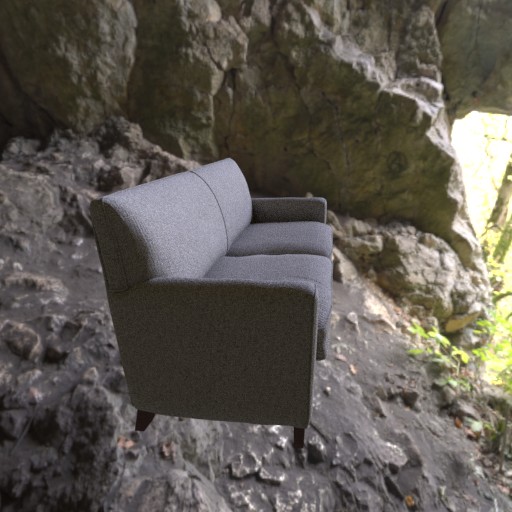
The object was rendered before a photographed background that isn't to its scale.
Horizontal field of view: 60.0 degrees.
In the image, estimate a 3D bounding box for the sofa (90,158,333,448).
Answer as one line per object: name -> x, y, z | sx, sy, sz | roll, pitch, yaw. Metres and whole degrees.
sofa -> 0.000, 0.000, 2.489 | 0.854, 0.942, 2.026 | 3, 17, 9
